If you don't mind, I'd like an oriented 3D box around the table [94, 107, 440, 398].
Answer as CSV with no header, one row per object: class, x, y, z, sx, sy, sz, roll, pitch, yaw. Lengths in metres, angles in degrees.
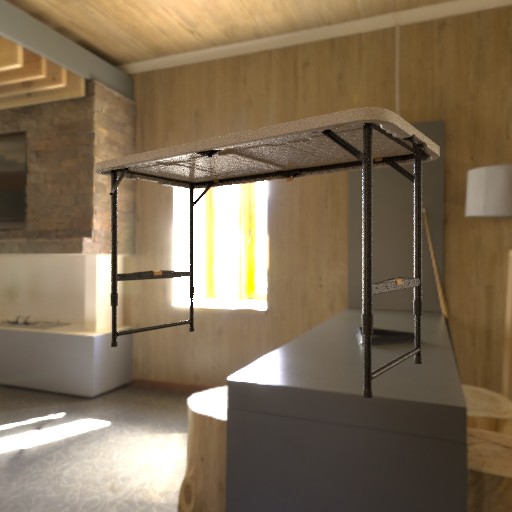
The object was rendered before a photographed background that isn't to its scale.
table,0.000,0.000,1.655,1.245,0.737,0.611,0,0,36
